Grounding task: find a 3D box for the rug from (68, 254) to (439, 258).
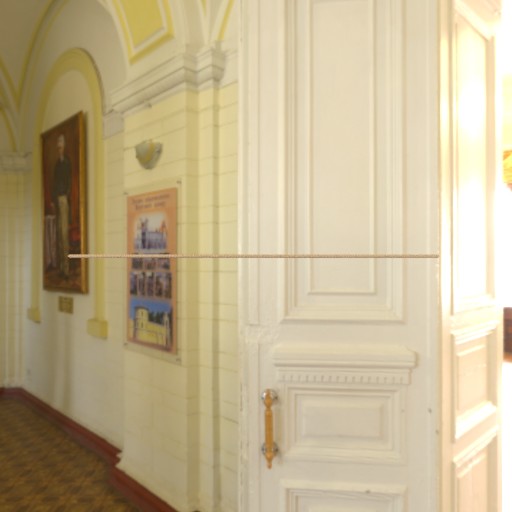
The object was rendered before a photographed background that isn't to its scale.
[{"bbox_3d":[0.000,0.000,2.950,1.528,0.014,2.294,0,0,1],"label":"rug"}]
